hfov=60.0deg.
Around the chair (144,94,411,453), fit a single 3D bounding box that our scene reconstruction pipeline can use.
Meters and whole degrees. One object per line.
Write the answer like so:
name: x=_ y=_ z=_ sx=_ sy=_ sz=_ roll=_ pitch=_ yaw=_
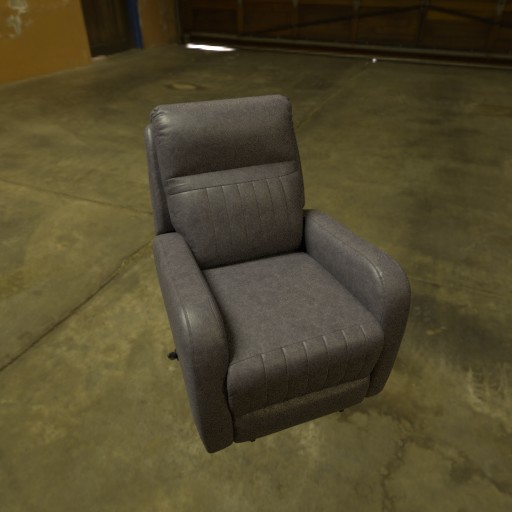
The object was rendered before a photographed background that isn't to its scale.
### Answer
chair: x=0.000 y=0.000 z=1.825 sx=0.865 sy=1.067 sz=1.067 roll=-12 pitch=34 yaw=-17
